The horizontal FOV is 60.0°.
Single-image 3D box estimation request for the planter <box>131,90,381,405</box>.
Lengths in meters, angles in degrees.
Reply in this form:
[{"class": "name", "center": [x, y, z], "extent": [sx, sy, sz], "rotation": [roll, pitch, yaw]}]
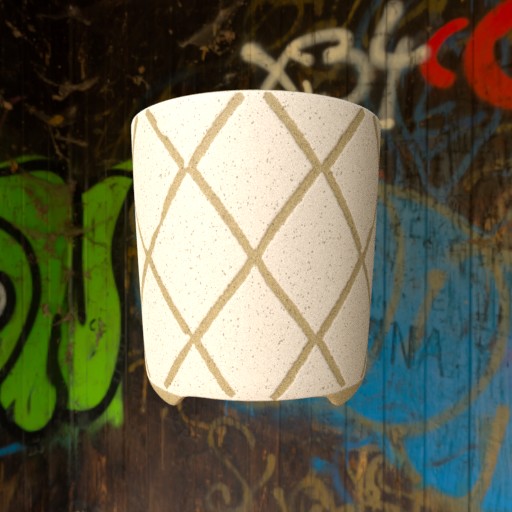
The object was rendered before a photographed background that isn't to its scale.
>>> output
[{"class": "planter", "center": [0.000, 0.000, 0.422], "extent": [0.228, 0.235, 0.228], "rotation": [0, 1, 0]}]
